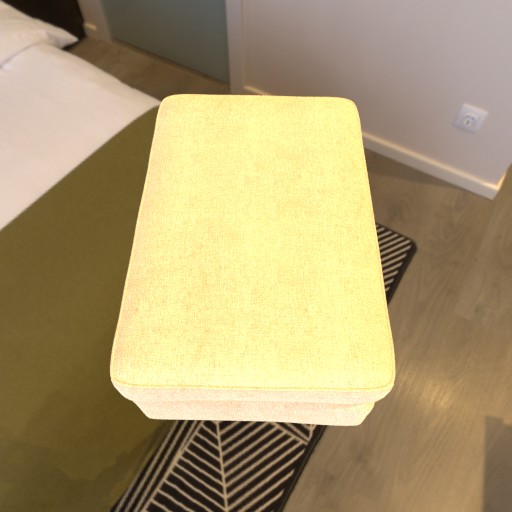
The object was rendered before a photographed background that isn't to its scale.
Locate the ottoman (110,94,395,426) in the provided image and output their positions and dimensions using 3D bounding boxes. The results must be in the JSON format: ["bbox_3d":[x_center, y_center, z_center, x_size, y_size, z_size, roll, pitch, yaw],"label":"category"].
[{"bbox_3d":[0.000,0.000,1.250,0.583,0.484,0.862,1,59,0],"label":"ottoman"}]
